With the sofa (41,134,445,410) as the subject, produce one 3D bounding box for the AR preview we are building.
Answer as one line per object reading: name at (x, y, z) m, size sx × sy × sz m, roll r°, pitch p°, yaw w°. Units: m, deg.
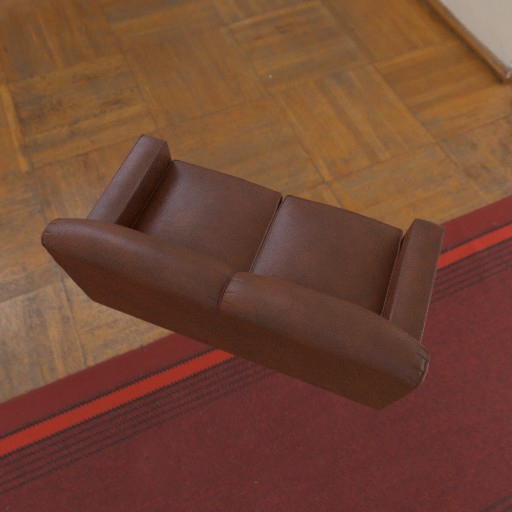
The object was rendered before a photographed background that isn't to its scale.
sofa at (0.000, 0.000, 2.479) m, size 1.856 × 0.966 × 1.000 m, roll 19°, pitch 65°, yaw 9°
